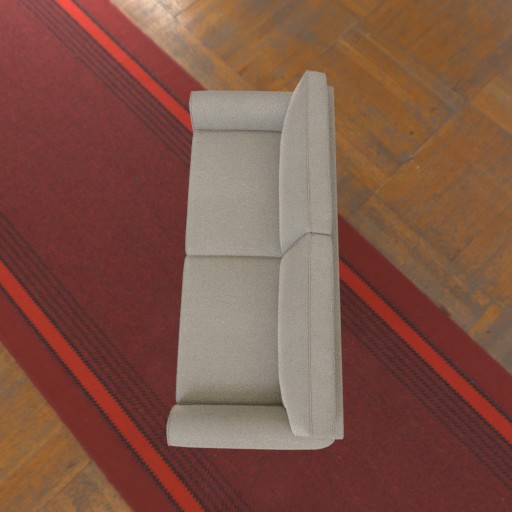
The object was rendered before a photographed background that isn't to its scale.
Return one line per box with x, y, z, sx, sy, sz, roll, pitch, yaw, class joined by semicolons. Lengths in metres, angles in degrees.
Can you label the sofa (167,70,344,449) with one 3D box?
0.000;0.000;2.695;0.901;0.962;2.146;1;75;0;sofa
